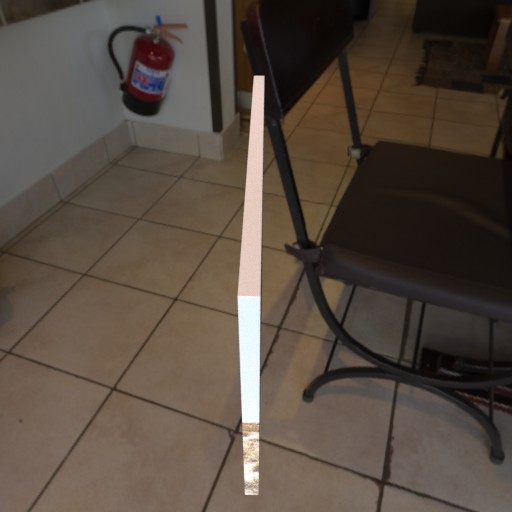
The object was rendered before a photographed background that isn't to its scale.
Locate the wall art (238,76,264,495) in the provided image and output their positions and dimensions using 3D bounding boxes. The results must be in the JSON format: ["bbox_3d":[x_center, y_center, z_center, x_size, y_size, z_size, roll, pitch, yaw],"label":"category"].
[{"bbox_3d":[0.000,0.000,1.887,0.051,1.016,1.520,1,39,1],"label":"wall art"}]
